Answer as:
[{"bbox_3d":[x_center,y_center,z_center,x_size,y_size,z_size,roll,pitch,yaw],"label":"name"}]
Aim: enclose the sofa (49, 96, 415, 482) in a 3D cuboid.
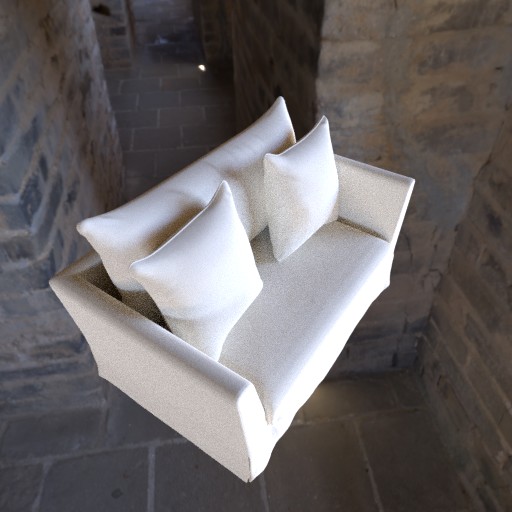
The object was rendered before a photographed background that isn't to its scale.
[{"bbox_3d":[0.000,0.000,2.227,1.026,1.039,1.608,25,47,25],"label":"sofa"}]
